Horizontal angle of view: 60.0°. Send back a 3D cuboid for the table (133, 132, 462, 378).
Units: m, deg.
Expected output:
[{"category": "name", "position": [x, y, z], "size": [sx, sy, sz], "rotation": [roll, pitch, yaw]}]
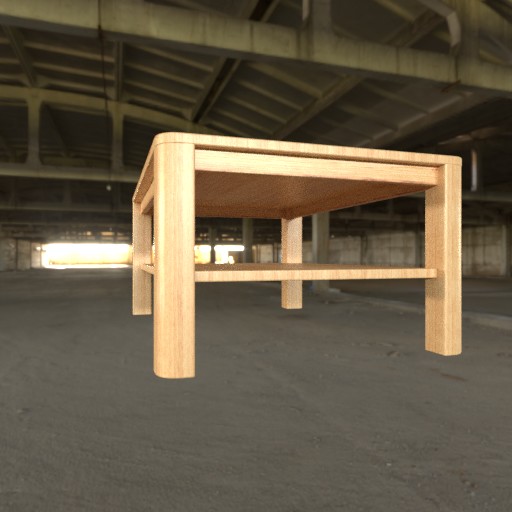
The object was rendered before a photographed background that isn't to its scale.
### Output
[{"category": "table", "position": [0.000, 0.000, 1.369], "size": [0.696, 0.445, 0.997], "rotation": [0, 0, -18]}]
